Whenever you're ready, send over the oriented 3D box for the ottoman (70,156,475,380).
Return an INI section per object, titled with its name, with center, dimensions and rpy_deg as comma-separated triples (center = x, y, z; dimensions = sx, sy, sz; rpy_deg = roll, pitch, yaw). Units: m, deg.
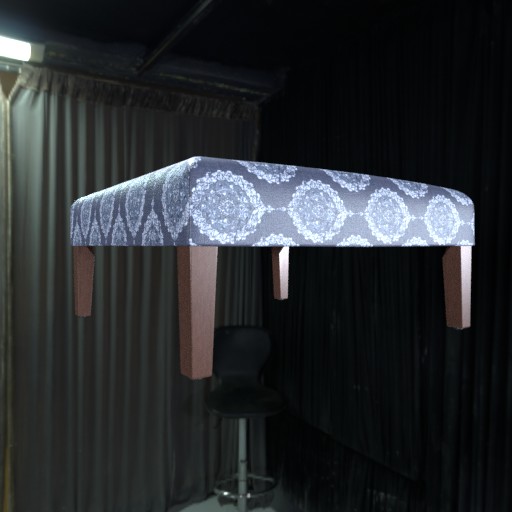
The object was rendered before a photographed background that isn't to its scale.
[ottoman]
center = 0.000, 0.000, 1.354
dimensions = 0.890, 0.409, 0.889
rpy_deg = -1, 2, -35
